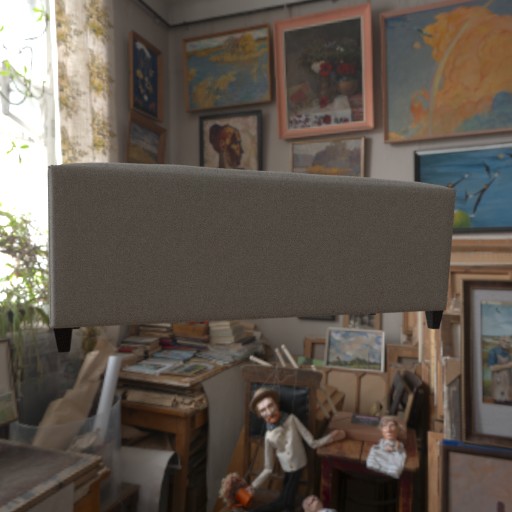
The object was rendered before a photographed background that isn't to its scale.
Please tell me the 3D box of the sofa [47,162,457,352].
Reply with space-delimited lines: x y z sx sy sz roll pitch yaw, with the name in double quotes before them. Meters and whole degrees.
"sofa" 0.000 0.000 2.725 2.235 0.901 0.914 0 0 -18
